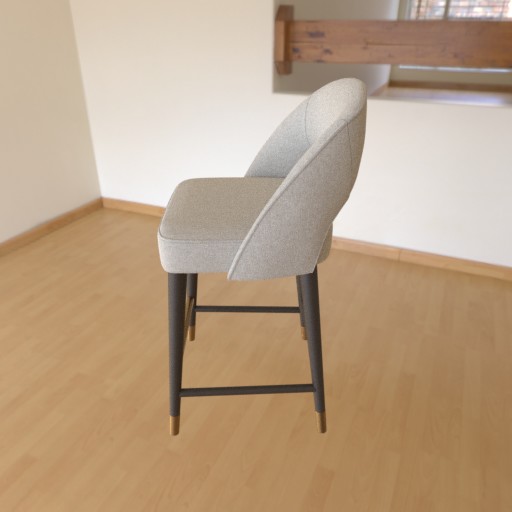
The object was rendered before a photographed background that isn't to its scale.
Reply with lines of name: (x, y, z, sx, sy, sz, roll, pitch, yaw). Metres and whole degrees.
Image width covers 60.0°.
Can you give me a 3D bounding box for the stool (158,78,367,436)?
stool: (0.000, 0.000, 1.265, 0.509, 0.940, 0.494, 0, 28, -1)
